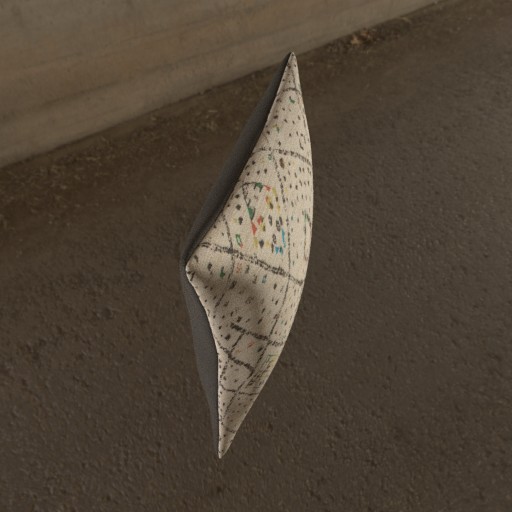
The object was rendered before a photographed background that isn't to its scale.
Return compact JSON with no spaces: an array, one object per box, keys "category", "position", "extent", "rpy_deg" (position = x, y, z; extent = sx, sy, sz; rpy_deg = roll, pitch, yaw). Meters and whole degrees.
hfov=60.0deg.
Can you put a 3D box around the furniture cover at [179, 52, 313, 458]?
[{"category":"furniture cover","position":[0.000,0.000,0.770],"extent":[0.180,0.498,0.525],"rpy_deg":[11,47,10]}]
